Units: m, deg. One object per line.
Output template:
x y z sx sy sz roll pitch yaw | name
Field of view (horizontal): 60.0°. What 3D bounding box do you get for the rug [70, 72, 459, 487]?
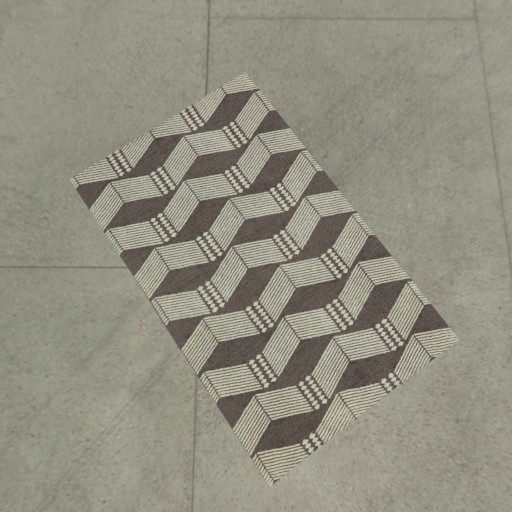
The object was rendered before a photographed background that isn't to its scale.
0.000 0.000 3.007 1.517 0.011 2.435 -34 79 -8 | rug
